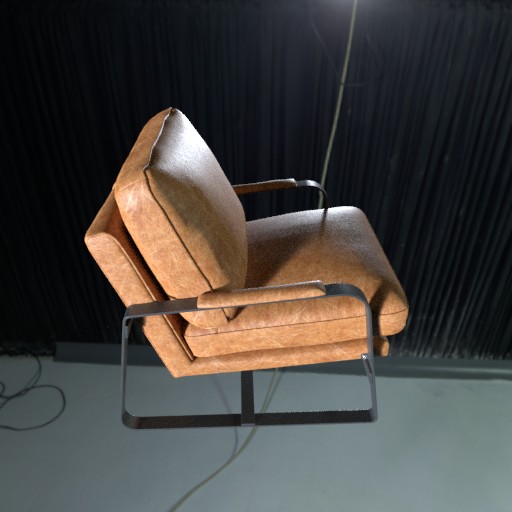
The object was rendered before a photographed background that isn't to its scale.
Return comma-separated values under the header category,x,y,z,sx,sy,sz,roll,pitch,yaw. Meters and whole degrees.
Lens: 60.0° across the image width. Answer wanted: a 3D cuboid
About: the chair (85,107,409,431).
category,x,y,z,sx,sy,sz,roll,pitch,yaw
chair,0.000,0.000,1.357,0.801,0.777,0.651,-1,34,-2
